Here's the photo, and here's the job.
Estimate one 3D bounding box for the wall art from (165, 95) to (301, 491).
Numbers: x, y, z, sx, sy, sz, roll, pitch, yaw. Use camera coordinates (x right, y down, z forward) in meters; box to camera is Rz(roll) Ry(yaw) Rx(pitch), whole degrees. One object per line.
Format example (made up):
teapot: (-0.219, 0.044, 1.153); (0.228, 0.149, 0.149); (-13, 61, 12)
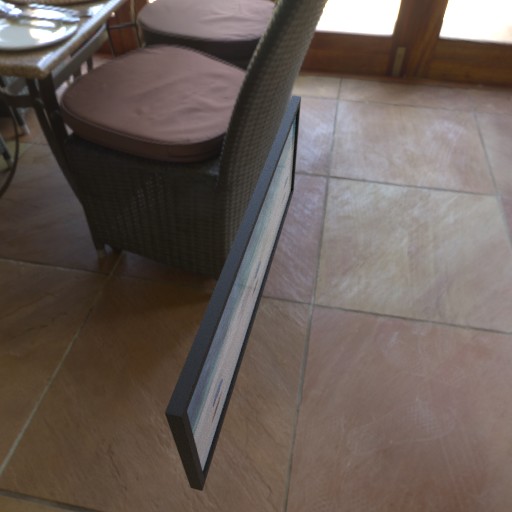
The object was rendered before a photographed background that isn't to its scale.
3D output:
wall art: (0.000, 0.000, 1.736); (0.041, 0.554, 1.572); (10, 47, 10)
